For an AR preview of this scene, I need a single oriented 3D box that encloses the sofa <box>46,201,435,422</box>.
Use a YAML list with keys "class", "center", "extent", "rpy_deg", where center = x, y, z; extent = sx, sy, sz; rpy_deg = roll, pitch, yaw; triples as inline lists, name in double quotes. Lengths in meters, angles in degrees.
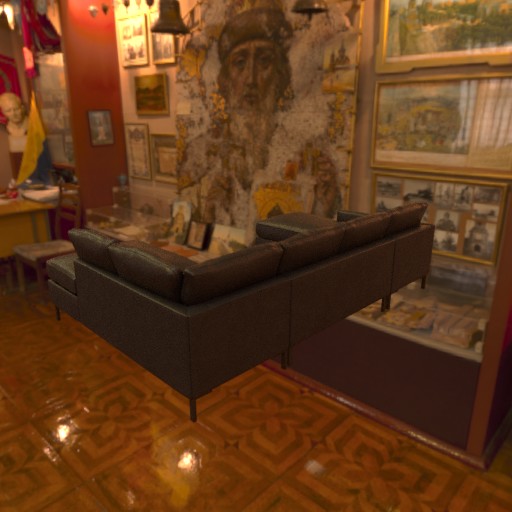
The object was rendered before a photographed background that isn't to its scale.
- class: "sofa"
  center: [0.000, 0.000, 3.959]
  extent: [2.956, 0.900, 1.939]
  rpy_deg: [-17, 24, -42]
